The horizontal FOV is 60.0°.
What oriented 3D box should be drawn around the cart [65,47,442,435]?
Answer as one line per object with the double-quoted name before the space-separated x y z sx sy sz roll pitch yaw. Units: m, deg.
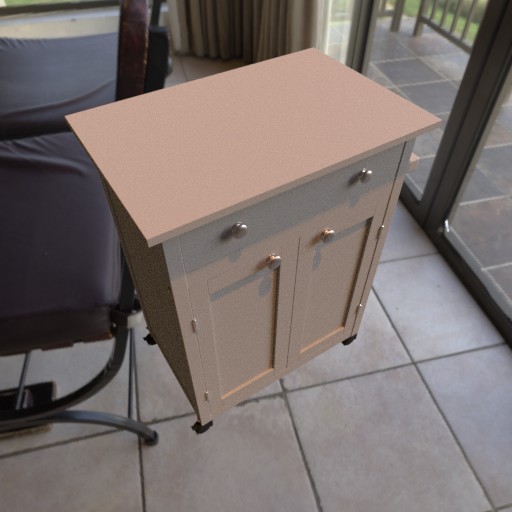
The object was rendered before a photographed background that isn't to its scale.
"cart" 0.000 0.000 1.254 0.683 0.864 0.442 -25 52 -22
